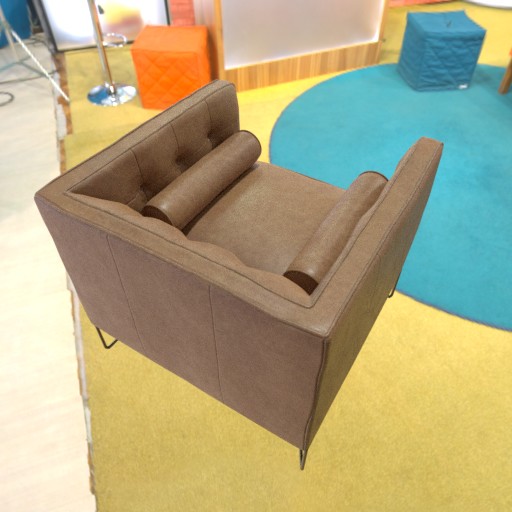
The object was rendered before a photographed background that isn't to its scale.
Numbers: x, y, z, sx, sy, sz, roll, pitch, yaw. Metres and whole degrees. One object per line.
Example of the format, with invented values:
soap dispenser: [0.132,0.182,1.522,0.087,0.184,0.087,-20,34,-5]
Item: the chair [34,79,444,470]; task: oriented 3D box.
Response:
chair: [0.000,0.000,1.587,0.920,0.797,0.912,24,50,21]
